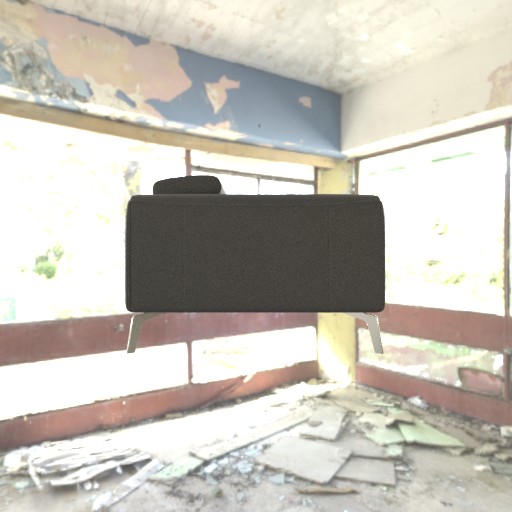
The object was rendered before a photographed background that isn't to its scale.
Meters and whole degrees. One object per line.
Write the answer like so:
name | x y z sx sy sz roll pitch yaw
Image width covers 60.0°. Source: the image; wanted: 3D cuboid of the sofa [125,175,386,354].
sofa | 0.000 0.000 2.835 1.023 0.759 2.321 0 0 0
